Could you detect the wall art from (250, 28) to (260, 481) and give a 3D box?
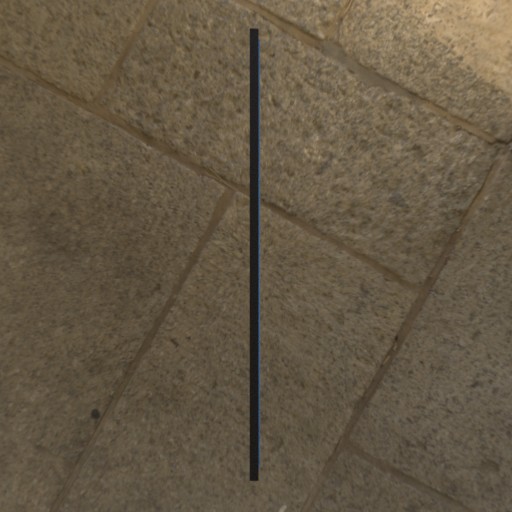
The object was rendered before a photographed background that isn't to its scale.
[{"bbox_3d":[0.000,0.000,0.982,0.015,0.663,0.664,0,89,0],"label":"wall art"}]
